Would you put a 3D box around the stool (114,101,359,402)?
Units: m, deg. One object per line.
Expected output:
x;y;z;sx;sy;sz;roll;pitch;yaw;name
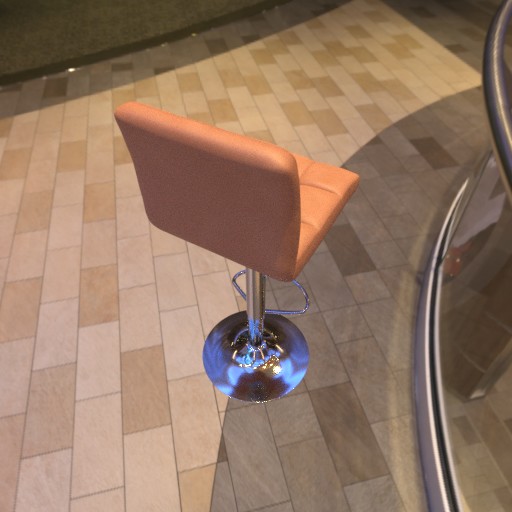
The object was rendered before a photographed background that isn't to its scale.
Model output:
0.000;0.000;1.376;0.430;1.115;0.505;23;50;21;stool
